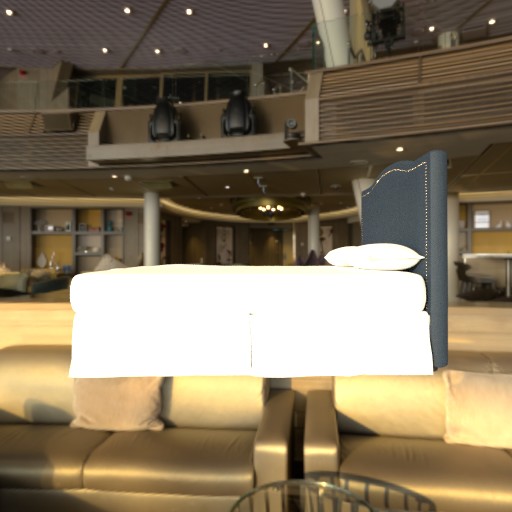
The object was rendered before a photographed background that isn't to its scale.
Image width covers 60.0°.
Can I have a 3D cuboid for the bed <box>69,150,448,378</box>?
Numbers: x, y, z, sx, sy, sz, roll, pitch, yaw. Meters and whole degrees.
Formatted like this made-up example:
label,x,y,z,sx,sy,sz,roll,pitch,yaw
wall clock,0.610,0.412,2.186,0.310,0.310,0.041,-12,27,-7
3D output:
label,x,y,z,sx,sy,sz,roll,pitch,yaw
bed,0.000,0.000,3.488,2.282,1.436,1.821,0,0,-1
